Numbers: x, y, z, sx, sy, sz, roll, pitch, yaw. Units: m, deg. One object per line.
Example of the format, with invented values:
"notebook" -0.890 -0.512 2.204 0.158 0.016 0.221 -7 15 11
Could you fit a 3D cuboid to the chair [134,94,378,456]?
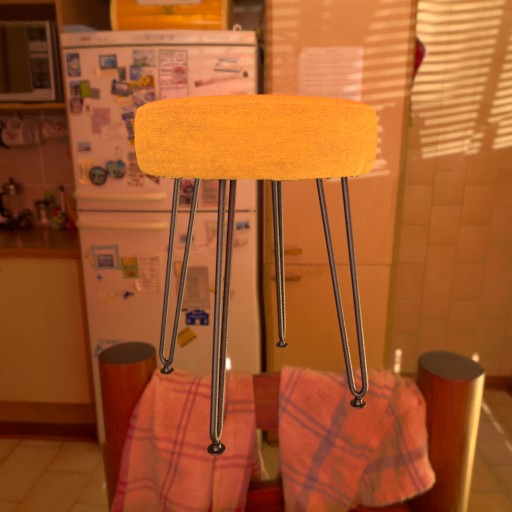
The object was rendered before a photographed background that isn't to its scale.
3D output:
"chair" 0.000 0.000 0.694 0.345 0.455 0.345 -7 15 -26
